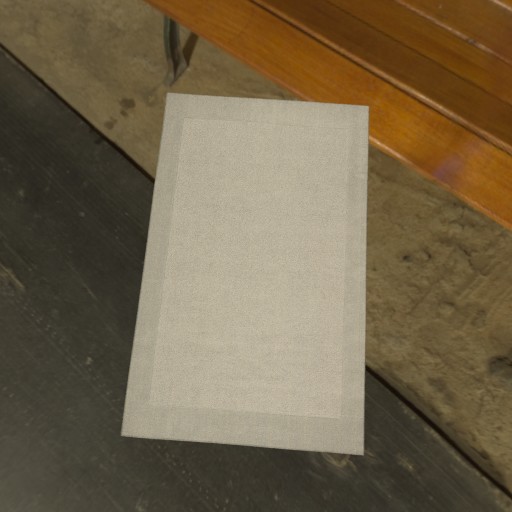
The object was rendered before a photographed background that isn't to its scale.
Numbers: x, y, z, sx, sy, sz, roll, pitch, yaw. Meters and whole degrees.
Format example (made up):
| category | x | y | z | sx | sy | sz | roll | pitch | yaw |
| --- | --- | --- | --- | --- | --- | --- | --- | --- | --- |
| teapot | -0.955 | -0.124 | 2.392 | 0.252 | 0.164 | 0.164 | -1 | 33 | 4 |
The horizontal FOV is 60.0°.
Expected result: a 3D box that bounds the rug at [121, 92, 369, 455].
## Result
| category | x | y | z | sx | sy | sz | roll | pitch | yaw |
| --- | --- | --- | --- | --- | --- | --- | --- | --- | --- |
| rug | 0.000 | 0.000 | 3.050 | 1.524 | 0.014 | 2.438 | 4 | 76 | 1 |
